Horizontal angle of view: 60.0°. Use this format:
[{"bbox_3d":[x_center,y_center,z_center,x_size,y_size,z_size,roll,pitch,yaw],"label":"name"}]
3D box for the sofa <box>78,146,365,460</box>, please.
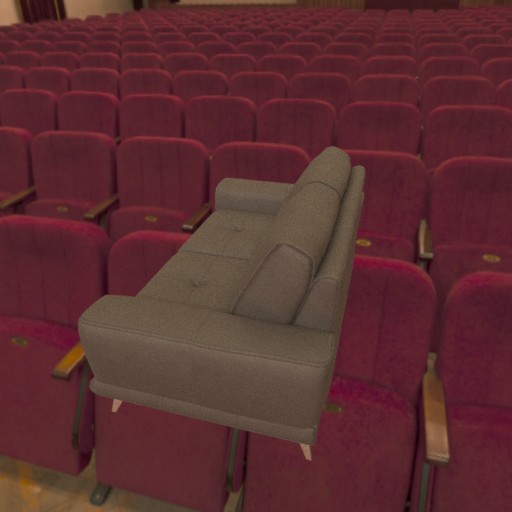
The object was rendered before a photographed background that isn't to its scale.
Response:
[{"bbox_3d":[0.000,0.000,2.399,1.018,0.907,1.806,8,30,14],"label":"sofa"}]
